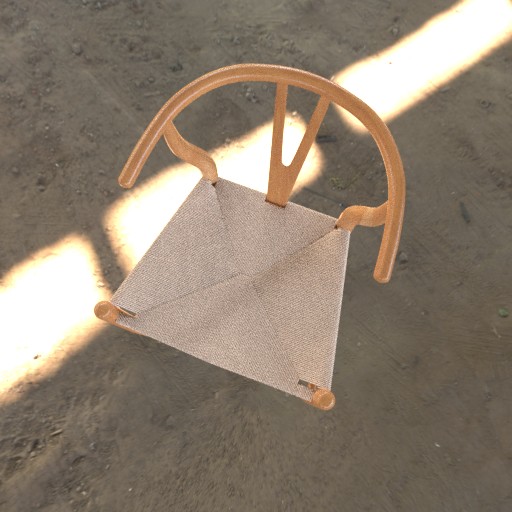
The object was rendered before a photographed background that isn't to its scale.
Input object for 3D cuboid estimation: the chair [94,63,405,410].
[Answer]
[{"bbox_3d":[0.000,0.000,1.130,0.569,0.730,0.579,21,75,6],"label":"chair"}]
